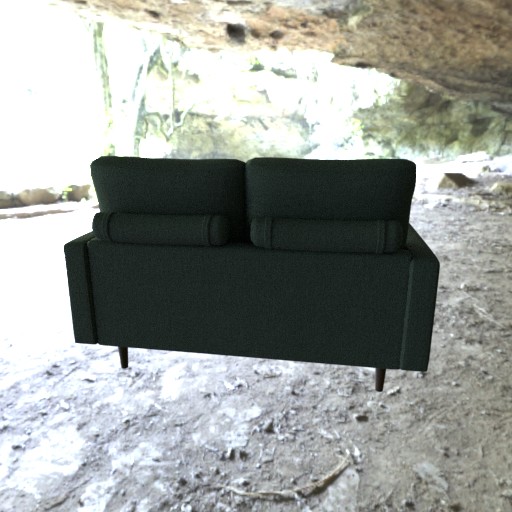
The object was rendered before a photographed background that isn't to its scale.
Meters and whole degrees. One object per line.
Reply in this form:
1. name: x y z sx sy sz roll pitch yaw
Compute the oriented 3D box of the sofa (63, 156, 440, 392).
1. sofa: 0.000 0.000 2.006 1.407 0.907 0.842 3 16 9
